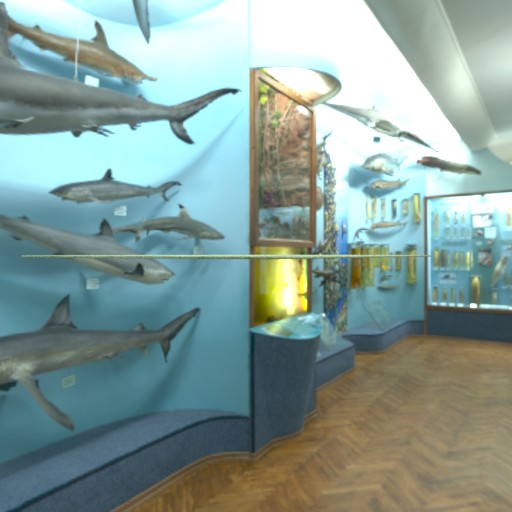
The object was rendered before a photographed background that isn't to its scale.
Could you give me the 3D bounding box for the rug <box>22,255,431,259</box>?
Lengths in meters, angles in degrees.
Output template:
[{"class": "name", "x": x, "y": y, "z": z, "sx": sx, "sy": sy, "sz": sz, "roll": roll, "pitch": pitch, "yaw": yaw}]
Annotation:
[{"class": "rug", "x": 0.000, "y": 0.000, "z": 4.217, "sx": 2.425, "sy": 0.016, "sz": 3.198, "roll": 0, "pitch": 0, "yaw": 35}]
